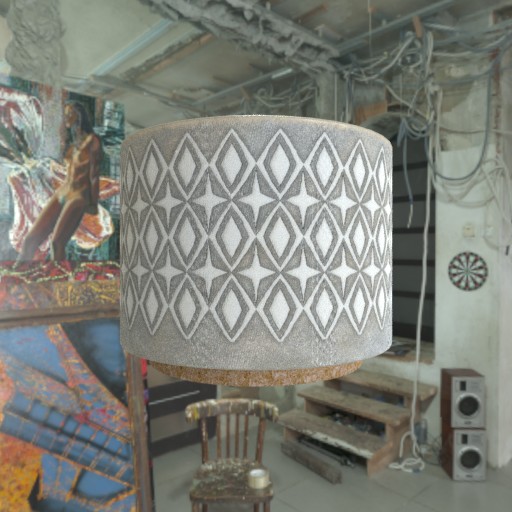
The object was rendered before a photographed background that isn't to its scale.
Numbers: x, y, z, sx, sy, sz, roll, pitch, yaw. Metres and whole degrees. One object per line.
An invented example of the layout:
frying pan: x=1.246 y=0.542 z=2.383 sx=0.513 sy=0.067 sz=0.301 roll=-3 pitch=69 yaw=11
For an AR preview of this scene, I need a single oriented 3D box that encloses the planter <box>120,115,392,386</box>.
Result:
planter: x=0.000 y=0.000 z=0.280 sx=0.164 sy=0.127 sz=0.164 roll=0 pitch=0 yaw=0
